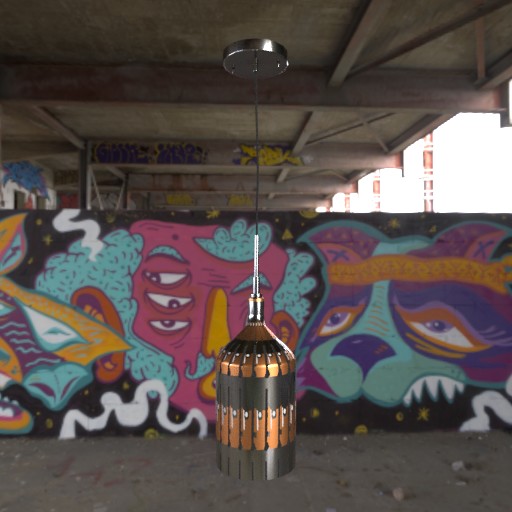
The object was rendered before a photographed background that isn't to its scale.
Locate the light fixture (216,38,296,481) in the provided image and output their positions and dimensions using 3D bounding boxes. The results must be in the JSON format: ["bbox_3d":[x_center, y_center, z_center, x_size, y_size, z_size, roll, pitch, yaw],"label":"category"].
[{"bbox_3d":[0.000,0.000,1.672,0.303,1.535,0.303,0,-1,0],"label":"light fixture"}]
